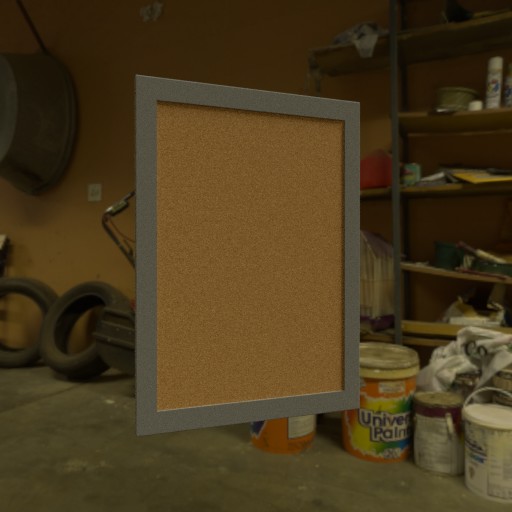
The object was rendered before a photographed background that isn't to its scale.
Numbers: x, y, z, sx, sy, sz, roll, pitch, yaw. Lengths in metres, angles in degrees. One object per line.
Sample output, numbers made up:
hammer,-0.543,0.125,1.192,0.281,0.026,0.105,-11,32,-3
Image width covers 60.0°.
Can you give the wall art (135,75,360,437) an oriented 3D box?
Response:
wall art,0.000,0.000,0.711,0.374,0.529,0.012,0,0,-19
